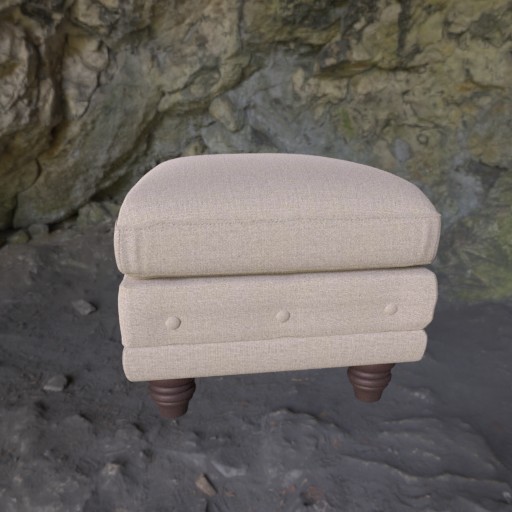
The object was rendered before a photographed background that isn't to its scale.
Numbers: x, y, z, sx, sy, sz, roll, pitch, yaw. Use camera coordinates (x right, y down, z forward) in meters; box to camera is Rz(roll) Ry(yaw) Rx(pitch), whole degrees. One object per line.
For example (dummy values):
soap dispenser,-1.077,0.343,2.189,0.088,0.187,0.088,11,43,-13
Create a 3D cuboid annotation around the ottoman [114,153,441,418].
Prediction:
ottoman,0.000,0.000,1.032,0.541,0.463,0.684,-2,14,-7
